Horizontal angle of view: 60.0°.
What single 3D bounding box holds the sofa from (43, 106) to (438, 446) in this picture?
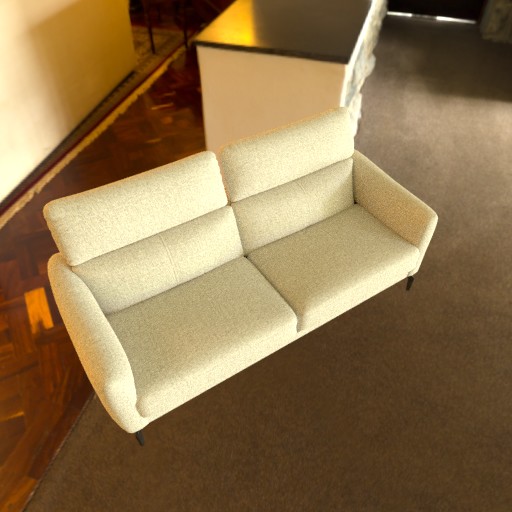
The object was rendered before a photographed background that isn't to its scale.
[{"bbox_3d":[0.000,0.000,2.421,2.015,0.956,0.856,-25,50,-22],"label":"sofa"}]
